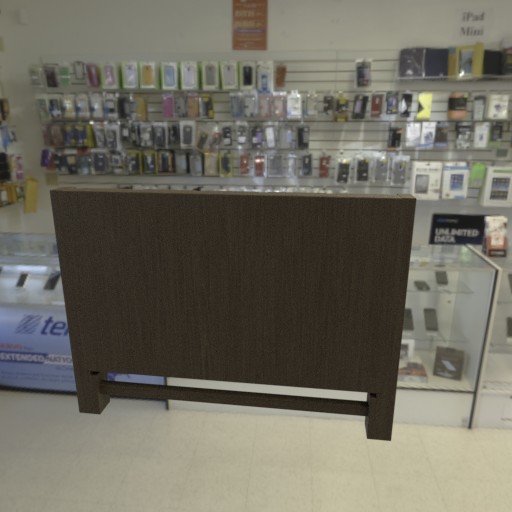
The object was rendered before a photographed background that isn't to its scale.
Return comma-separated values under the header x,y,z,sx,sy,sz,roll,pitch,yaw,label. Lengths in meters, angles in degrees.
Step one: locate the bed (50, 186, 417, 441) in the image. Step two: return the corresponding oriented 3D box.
x,y,z,sx,sy,sz,roll,pitch,yaw,label
0.000,0.000,3.296,1.727,1.270,2.242,2,17,8,bed
